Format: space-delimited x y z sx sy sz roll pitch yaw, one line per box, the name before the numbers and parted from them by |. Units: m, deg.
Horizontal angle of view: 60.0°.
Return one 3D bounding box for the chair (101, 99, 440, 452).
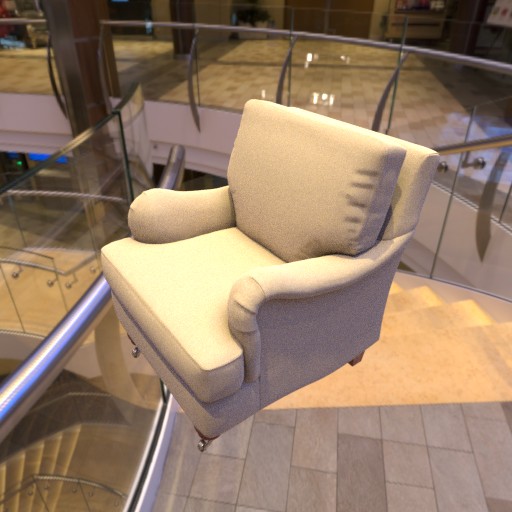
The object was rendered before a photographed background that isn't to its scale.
chair | 0.000 0.000 1.849 1.078 1.076 0.895 -22 38 -30
